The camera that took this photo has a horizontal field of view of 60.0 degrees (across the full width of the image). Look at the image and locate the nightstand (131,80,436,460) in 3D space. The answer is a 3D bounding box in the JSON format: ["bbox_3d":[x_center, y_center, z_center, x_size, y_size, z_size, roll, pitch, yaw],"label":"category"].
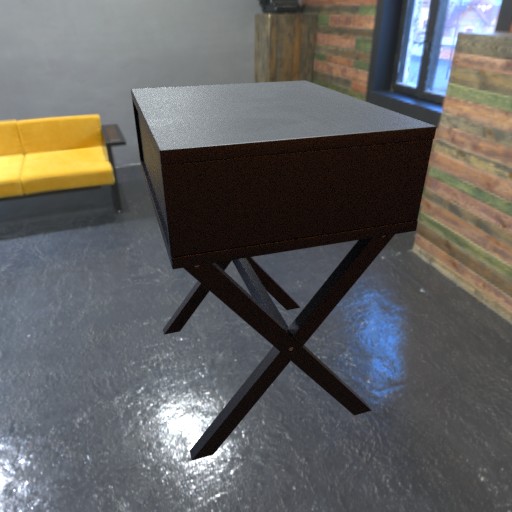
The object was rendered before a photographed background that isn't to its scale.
[{"bbox_3d":[0.000,0.000,0.945,0.402,0.623,0.479,-9,31,-16],"label":"nightstand"}]
